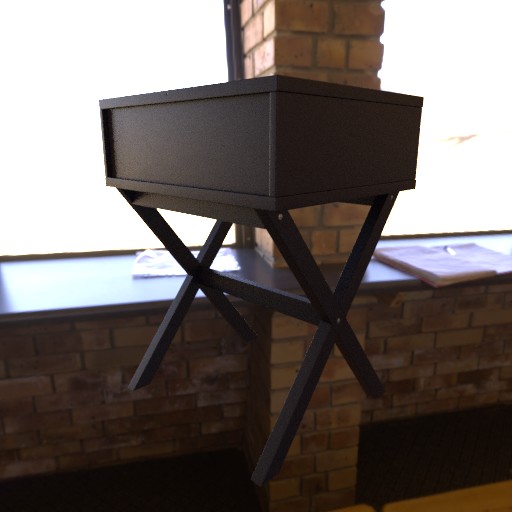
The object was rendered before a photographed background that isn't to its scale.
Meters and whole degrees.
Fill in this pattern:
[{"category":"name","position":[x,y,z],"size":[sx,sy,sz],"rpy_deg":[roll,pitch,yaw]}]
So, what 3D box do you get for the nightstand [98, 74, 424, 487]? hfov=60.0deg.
[{"category":"nightstand","position":[0.000,0.000,0.924],"size":[0.402,0.623,0.479],"rpy_deg":[-14,20,-43]}]
